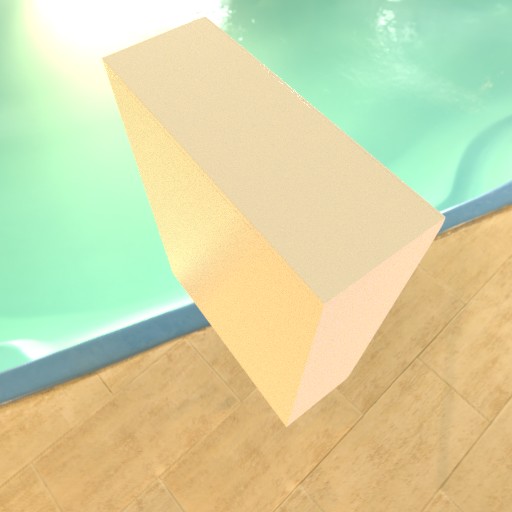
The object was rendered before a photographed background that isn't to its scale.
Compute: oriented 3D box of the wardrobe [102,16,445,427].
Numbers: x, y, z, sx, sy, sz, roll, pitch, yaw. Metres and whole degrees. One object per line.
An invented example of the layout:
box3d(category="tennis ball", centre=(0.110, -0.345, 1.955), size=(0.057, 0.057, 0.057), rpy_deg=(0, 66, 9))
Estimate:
box3d(category="wardrobe", centre=(0.000, 0.000, 1.563), size=(0.360, 1.200, 0.900), rpy_deg=(-32, 64, -18))
